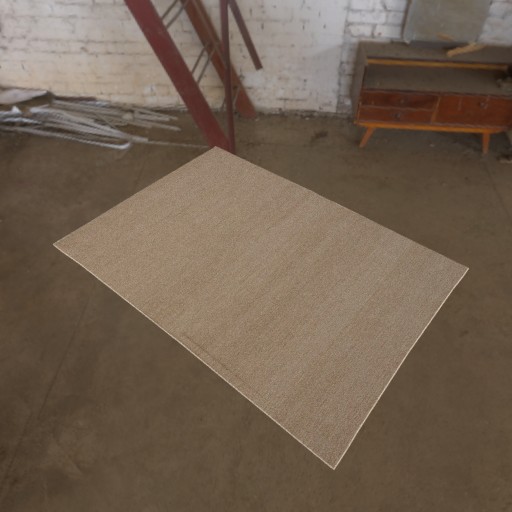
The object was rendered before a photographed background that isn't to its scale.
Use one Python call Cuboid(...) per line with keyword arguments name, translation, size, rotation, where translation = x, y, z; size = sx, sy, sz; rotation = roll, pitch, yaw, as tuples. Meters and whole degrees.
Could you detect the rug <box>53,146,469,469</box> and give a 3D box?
Cuboid(name="rug", translation=(0.000, 0.000, 3.711), size=(2.869, 0.038, 2.032), rotation=(31, 53, 27))
